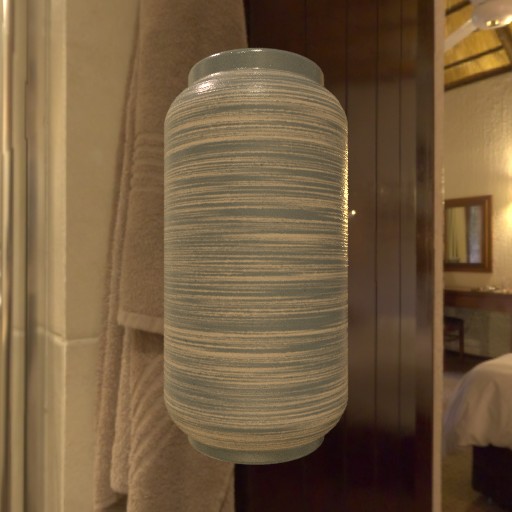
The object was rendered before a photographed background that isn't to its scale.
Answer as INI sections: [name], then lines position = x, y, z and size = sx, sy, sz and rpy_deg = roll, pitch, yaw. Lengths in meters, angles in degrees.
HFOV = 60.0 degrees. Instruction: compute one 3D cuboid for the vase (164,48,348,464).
[vase]
position = 0.000, 0.000, 0.286
size = 0.116, 0.230, 0.116
rpy_deg = 0, 0, 0
